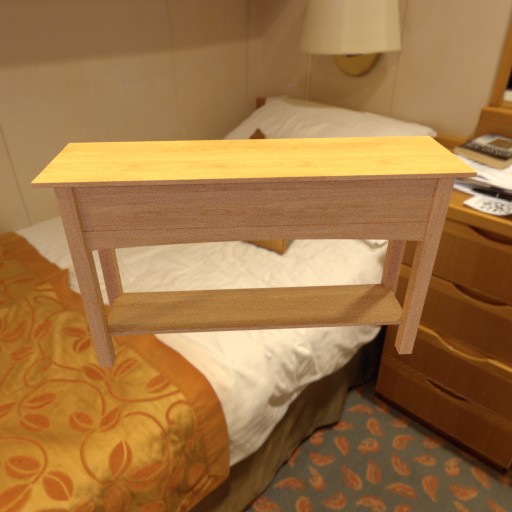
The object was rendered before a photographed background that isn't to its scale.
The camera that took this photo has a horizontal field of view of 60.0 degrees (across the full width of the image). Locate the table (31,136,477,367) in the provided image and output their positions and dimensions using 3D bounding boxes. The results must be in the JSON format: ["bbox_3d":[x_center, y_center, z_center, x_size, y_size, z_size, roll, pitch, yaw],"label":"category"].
[{"bbox_3d":[0.000,0.000,1.567,1.240,0.730,0.350,-2,32,-3],"label":"table"}]
